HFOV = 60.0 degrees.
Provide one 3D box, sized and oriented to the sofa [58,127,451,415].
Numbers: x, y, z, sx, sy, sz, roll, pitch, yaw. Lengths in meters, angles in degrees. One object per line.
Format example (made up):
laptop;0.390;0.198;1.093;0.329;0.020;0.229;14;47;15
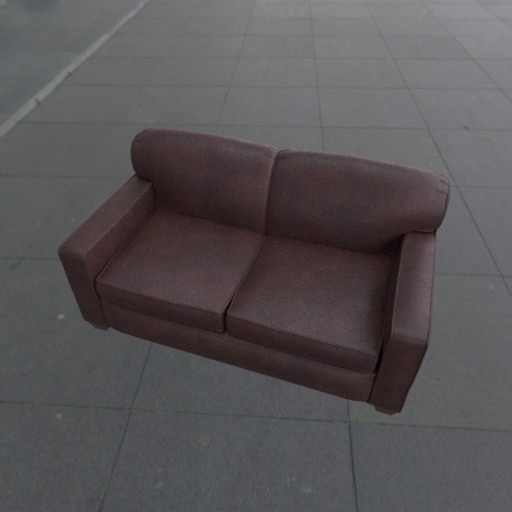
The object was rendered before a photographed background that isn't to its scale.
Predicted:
sofa;0.000;0.000;2.463;1.856;0.966;1.000;13;43;14
